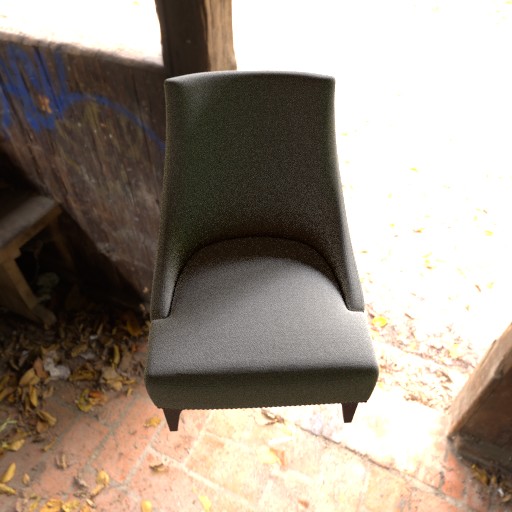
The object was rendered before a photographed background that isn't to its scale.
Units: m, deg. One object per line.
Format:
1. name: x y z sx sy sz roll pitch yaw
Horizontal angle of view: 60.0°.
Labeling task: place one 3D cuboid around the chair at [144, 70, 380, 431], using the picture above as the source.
1. chair: 0.000 0.000 1.488 0.701 0.909 0.861 -2 46 -2
